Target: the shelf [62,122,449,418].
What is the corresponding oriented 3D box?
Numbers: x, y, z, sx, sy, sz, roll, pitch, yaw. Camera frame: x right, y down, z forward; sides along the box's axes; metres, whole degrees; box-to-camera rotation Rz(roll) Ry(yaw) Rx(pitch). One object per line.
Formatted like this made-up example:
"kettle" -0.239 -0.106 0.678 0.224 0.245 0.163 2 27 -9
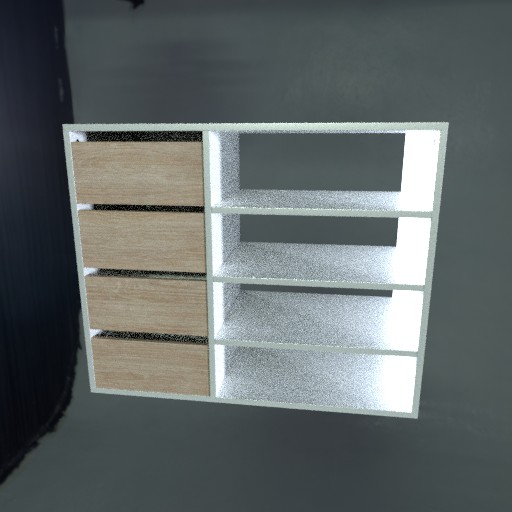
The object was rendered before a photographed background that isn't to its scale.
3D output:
"shelf" 0.000 0.000 1.299 0.895 0.732 0.396 2 15 8
